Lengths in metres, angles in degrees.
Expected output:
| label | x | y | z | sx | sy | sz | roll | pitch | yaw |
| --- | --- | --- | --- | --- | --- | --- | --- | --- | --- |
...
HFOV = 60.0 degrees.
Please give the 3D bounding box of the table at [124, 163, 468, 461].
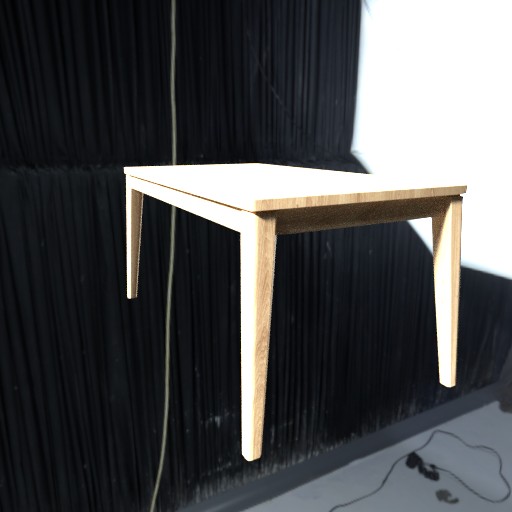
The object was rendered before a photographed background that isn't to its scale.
| label | x | y | z | sx | sy | sz | roll | pitch | yaw |
| --- | --- | --- | --- | --- | --- | --- | --- | --- | --- |
| table | 0.000 | 0.000 | 2.082 | 0.900 | 0.760 | 1.600 | -8 | 17 | -27 |
